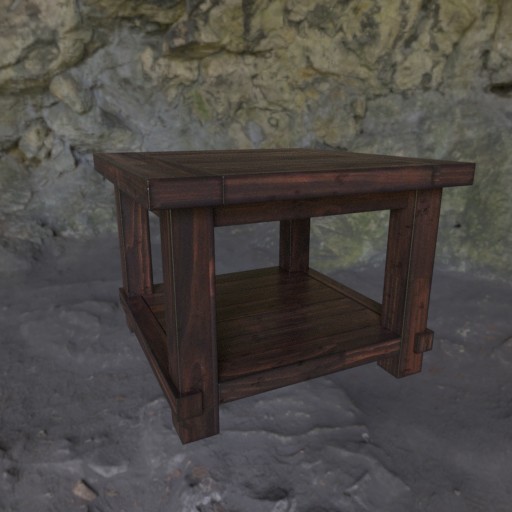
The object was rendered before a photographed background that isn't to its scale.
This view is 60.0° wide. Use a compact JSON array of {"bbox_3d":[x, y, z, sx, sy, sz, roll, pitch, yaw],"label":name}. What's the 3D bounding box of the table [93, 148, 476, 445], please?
[{"bbox_3d":[0.000,0.000,1.002,0.593,0.437,0.606,-8,18,-24],"label":"table"}]
